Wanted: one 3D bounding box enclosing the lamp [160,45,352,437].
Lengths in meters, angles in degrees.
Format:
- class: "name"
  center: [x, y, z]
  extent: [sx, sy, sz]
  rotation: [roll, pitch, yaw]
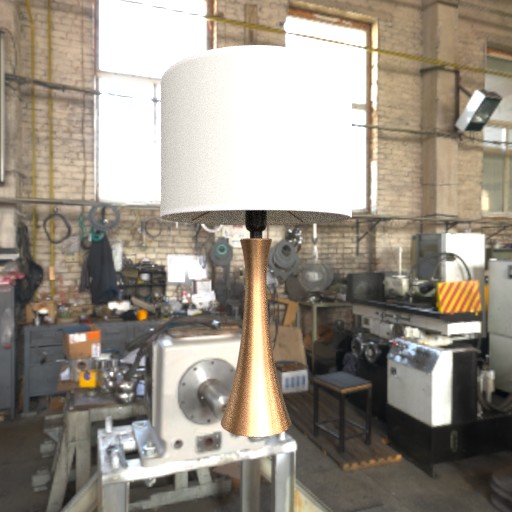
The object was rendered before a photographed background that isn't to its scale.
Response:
- class: "lamp"
  center: [0.000, 0.000, 0.636]
  extent: [0.268, 0.479, 0.268]
  rotation: [0, 0, 37]
